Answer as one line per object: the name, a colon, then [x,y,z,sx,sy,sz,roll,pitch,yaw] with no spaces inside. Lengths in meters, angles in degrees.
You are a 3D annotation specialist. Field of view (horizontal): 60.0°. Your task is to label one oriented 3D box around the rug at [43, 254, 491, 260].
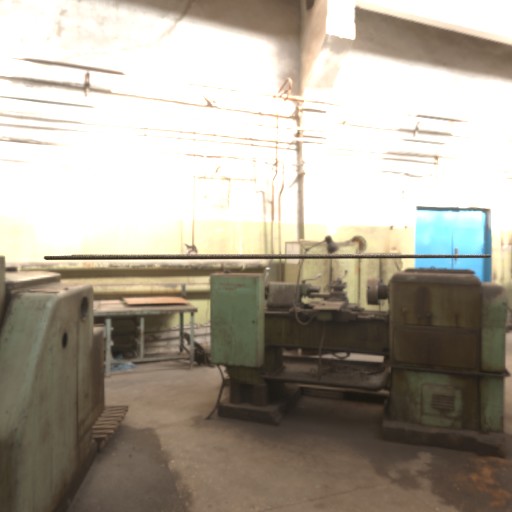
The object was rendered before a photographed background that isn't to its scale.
rug: [0.000,0.000,2.155,1.748,0.014,1.144,0,0,-19]
